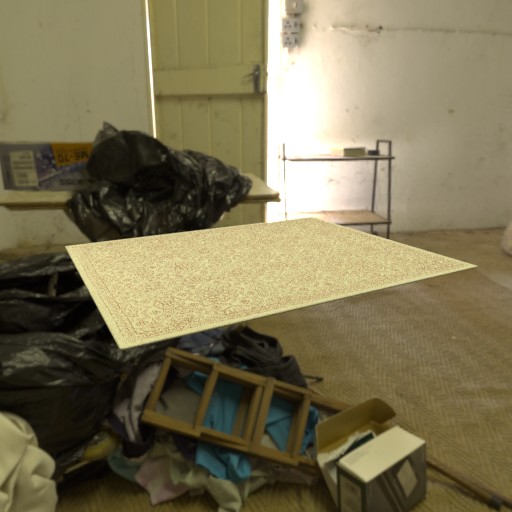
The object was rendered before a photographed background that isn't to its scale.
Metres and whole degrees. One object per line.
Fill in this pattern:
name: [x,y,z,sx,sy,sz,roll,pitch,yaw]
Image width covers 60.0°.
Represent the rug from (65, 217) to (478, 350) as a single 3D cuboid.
rug: [0.000,0.000,4.151,3.050,0.015,2.441,-9,19,-28]
